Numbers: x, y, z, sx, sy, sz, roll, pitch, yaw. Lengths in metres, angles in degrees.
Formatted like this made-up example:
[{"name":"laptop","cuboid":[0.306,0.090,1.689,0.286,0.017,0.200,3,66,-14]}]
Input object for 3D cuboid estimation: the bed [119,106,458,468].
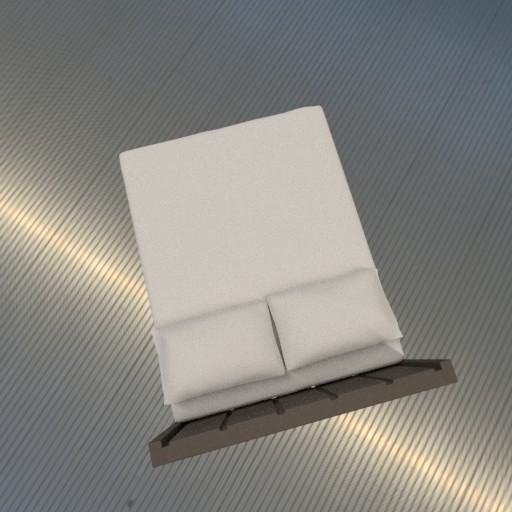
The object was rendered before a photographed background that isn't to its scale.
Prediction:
[{"name":"bed","cuboid":[0.000,0.000,3.270,1.727,1.270,2.242,-14,77,-3]}]
